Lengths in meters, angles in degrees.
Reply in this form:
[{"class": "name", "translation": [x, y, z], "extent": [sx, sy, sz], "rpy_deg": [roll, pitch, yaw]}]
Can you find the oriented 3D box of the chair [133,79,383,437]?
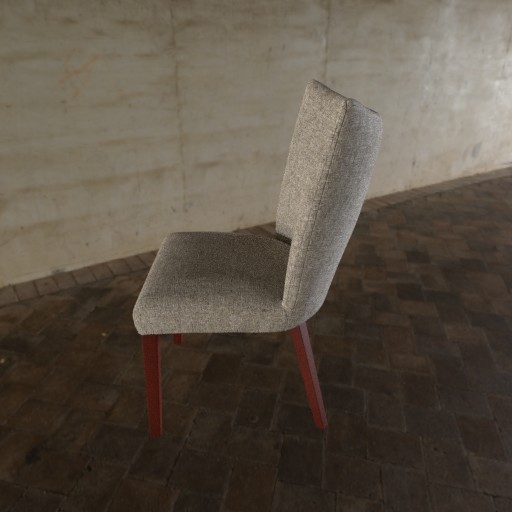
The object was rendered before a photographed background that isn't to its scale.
[{"class": "chair", "translation": [0.000, 0.000, 1.289], "extent": [0.623, 0.924, 0.535], "rpy_deg": [0, 25, -1]}]
